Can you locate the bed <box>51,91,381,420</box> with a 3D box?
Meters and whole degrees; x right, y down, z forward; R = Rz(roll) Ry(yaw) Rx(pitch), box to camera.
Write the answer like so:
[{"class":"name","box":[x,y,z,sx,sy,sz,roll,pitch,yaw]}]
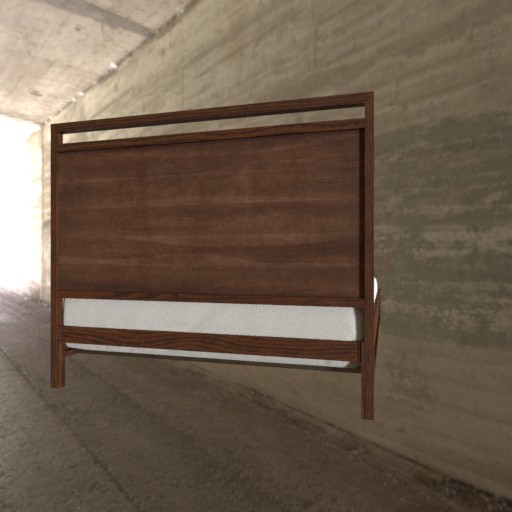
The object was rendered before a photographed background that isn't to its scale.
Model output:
[{"class":"bed","box":[0.000,0.000,3.313,1.765,1.487,2.218,0,0,16]}]
